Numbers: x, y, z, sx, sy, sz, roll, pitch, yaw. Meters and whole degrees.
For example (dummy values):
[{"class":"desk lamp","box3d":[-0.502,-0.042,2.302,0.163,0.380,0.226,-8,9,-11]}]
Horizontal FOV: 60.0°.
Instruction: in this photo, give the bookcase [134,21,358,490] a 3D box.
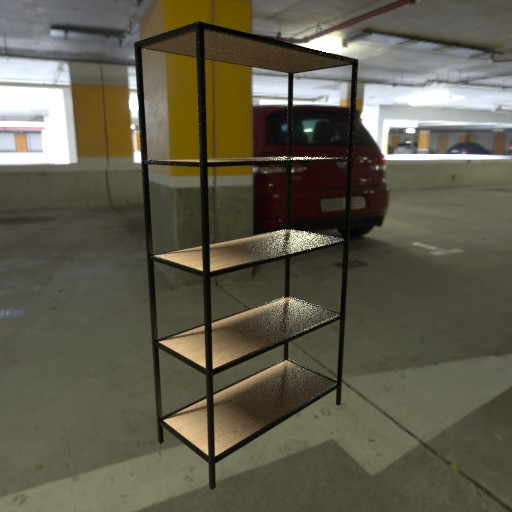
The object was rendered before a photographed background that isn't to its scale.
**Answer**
[{"class":"bookcase","box3d":[0.000,0.000,1.758,0.770,1.500,0.350,-13,19,-43]}]
